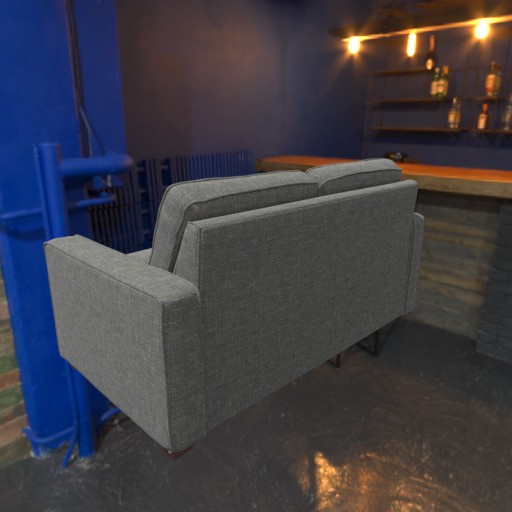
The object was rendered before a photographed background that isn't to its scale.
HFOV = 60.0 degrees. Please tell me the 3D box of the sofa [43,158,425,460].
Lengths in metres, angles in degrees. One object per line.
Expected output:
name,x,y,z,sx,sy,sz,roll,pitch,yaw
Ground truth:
sofa,0.000,0.000,2.201,1.709,0.918,0.947,-16,24,-42
